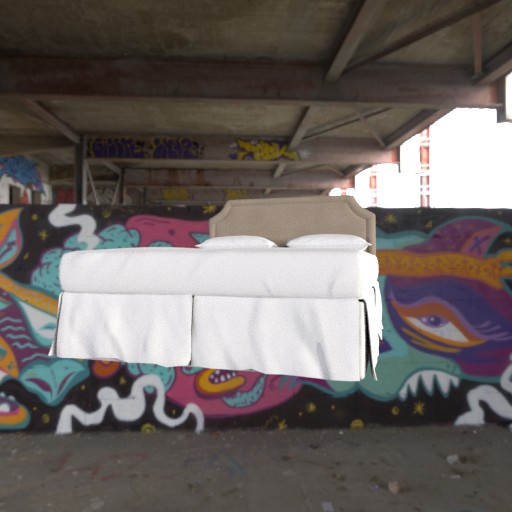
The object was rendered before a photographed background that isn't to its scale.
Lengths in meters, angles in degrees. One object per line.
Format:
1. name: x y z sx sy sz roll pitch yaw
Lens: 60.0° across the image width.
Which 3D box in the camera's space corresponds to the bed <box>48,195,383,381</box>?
1. bed: 0.000 0.000 3.620 1.977 1.293 2.498 0 -1 17
